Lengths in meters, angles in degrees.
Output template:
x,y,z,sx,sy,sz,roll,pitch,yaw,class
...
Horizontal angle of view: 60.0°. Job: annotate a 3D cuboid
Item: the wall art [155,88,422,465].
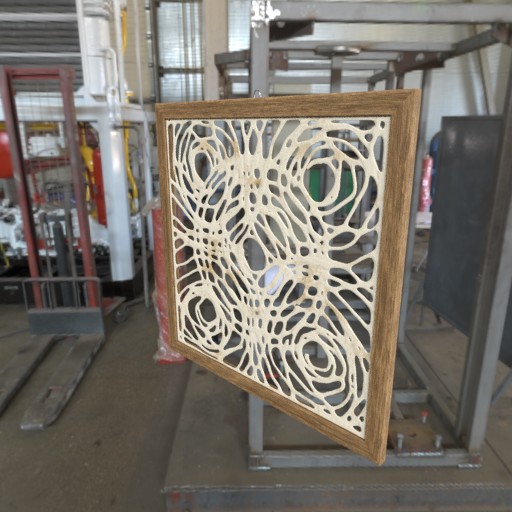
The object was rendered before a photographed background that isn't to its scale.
x,y,z,sx,sy,sz,roll,pitch,yaw,class
0.000,0.000,0.813,0.561,0.576,0.021,15,22,42,wall art
